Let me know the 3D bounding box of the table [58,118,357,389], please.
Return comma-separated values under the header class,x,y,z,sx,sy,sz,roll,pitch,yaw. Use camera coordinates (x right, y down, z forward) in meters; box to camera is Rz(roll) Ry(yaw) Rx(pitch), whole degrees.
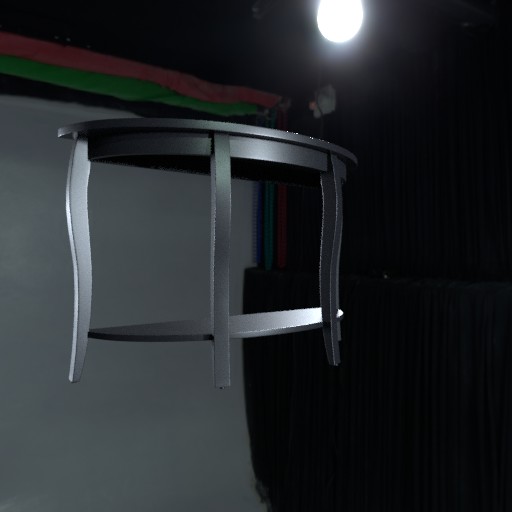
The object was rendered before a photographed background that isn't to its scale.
class,x,y,z,sx,sy,sz,roll,pitch,yaw
table,0.000,0.000,1.561,1.219,0.780,0.394,0,0,-35
